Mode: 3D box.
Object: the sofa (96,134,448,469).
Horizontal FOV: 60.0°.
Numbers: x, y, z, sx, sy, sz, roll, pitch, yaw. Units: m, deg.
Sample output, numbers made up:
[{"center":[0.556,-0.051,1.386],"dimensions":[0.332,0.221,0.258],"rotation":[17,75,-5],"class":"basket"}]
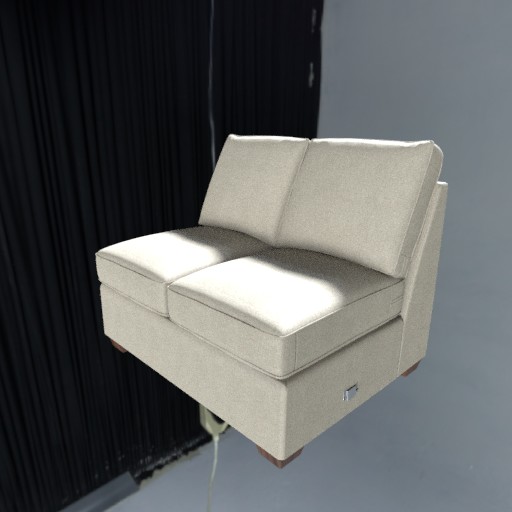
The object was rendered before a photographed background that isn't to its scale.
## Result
[{"center":[0.000,0.000,1.965],"dimensions":[0.978,1.006,1.232],"rotation":[-16,23,-41],"class":"sofa"}]
